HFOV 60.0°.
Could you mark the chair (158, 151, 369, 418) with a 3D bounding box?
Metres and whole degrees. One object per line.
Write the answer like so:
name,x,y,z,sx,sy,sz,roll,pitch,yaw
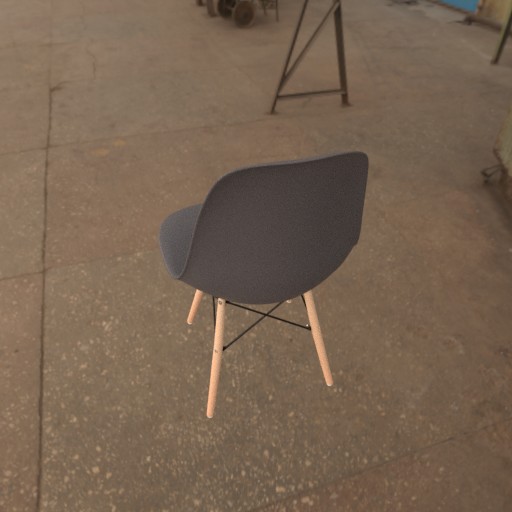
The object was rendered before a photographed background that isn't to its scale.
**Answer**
chair,0.000,0.000,1.142,0.470,0.826,0.533,-11,42,-12
